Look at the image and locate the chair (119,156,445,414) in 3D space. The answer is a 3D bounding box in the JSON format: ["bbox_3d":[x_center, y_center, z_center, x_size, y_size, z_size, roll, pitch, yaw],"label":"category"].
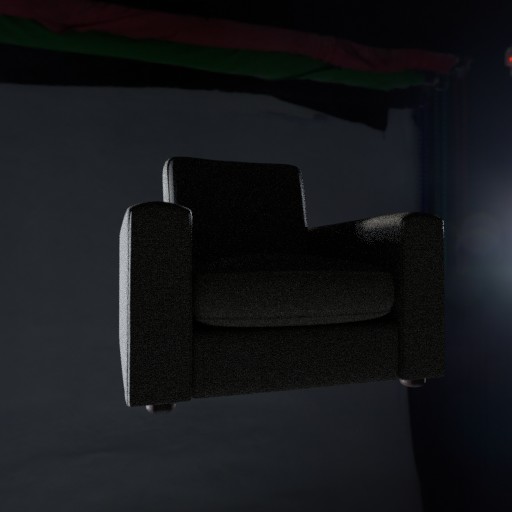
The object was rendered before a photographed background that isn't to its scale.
[{"bbox_3d":[0.000,0.000,1.733,1.005,0.873,1.016,0,-1,-18],"label":"chair"}]
